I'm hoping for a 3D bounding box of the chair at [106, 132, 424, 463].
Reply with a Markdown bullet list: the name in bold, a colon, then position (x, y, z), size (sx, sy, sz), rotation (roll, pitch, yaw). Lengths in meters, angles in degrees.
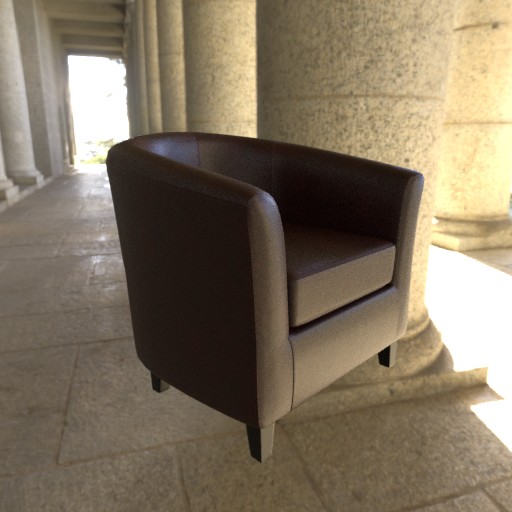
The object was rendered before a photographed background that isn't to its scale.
- **chair**: position (0.000, 0.000, 1.389), size (0.727, 0.756, 0.792), rotation (14, 20, 42)
